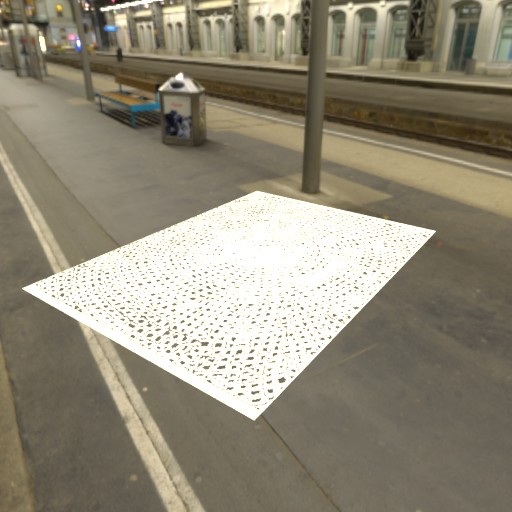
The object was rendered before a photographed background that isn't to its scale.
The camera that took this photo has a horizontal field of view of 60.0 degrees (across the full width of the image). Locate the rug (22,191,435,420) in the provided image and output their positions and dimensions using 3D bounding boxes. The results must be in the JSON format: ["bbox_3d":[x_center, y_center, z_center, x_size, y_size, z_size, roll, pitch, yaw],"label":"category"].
[{"bbox_3d":[0.000,0.000,2.099,1.190,0.003,1.634,18,31,32],"label":"rug"}]
